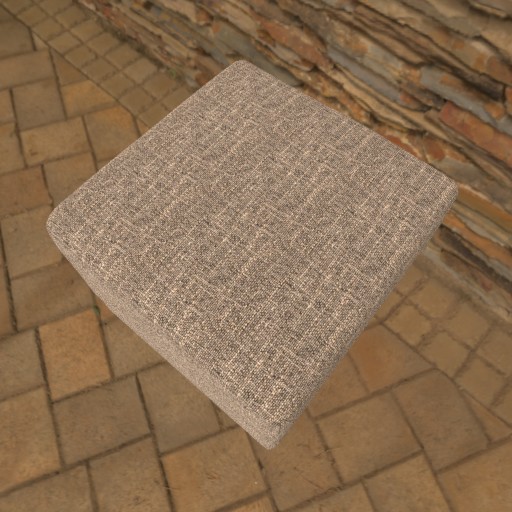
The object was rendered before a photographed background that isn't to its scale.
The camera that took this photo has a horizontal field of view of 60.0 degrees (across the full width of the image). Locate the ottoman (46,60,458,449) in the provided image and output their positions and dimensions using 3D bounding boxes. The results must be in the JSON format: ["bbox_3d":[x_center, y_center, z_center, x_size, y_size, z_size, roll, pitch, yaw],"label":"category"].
[{"bbox_3d":[0.000,0.000,0.908,0.512,0.453,0.521,36,68,17],"label":"ottoman"}]
